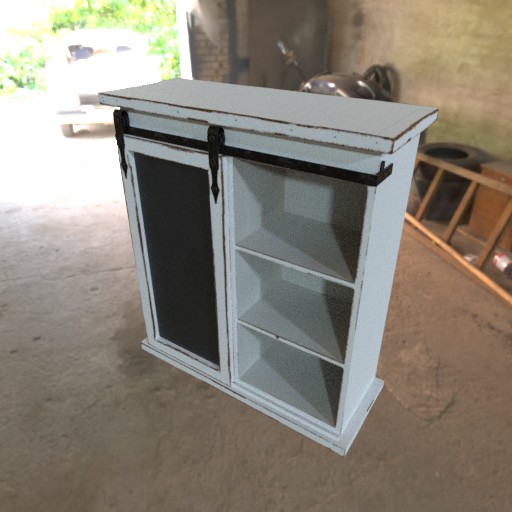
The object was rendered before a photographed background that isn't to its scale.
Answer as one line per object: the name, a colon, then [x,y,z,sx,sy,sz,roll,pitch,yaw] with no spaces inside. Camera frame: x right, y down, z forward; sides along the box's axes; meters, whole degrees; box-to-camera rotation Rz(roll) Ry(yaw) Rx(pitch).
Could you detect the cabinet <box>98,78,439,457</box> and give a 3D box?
cabinet: [0.000,0.000,0.891,0.541,0.603,0.210,19,35,29]
